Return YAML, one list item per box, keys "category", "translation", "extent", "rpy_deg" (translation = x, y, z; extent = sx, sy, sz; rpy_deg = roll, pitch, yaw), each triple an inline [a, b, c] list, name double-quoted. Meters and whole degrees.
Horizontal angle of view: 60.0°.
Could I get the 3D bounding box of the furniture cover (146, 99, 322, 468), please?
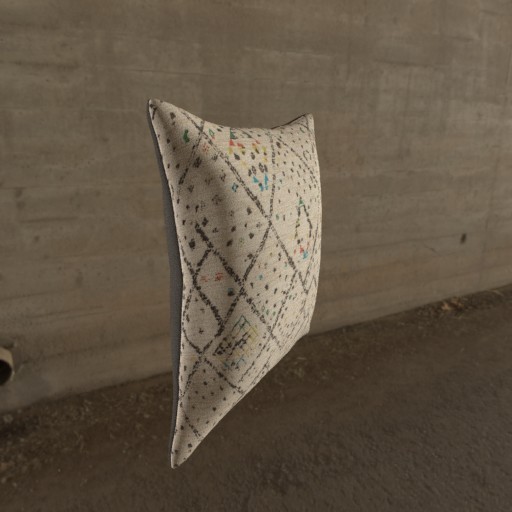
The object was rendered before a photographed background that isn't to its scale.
- category: "furniture cover"
  translation: [0.000, 0.000, 0.777]
  extent: [0.180, 0.498, 0.525]
  rpy_deg: [8, 17, 26]
